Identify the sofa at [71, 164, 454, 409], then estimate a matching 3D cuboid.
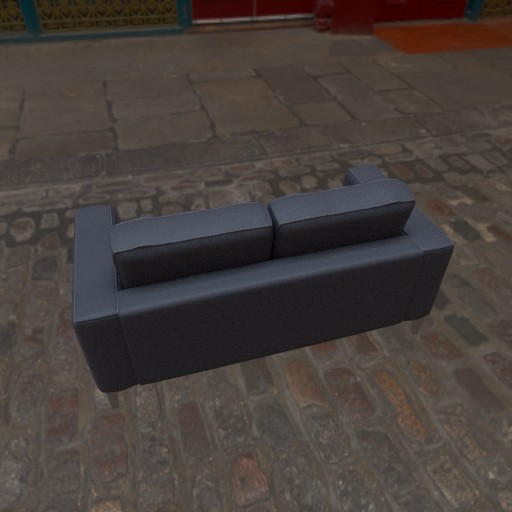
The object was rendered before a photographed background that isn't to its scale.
[{"bbox_3d":[0.000,0.000,2.275,1.726,0.893,0.833,-11,41,-12],"label":"sofa"}]
